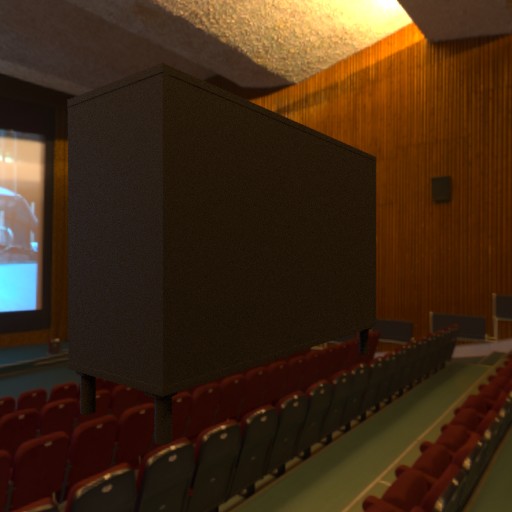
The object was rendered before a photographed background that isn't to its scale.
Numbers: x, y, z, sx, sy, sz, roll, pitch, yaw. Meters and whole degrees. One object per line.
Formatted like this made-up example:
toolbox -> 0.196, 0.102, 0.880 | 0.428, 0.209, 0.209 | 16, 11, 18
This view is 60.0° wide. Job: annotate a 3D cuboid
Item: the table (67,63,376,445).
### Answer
table -> 0.000, 0.000, 1.572 | 0.400, 0.855, 1.200 | 0, 0, 37
